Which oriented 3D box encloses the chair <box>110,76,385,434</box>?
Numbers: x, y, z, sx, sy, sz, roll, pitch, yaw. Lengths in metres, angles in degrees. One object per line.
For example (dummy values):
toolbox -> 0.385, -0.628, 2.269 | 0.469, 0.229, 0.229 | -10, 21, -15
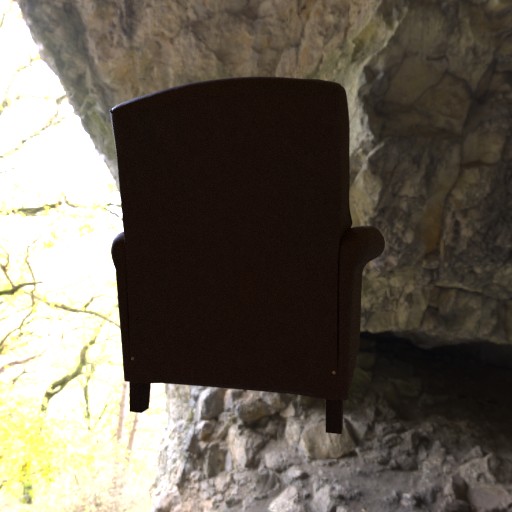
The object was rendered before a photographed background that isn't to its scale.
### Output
chair -> 0.000, 0.000, 1.731 | 0.978, 1.061, 0.902 | 0, 0, 16
